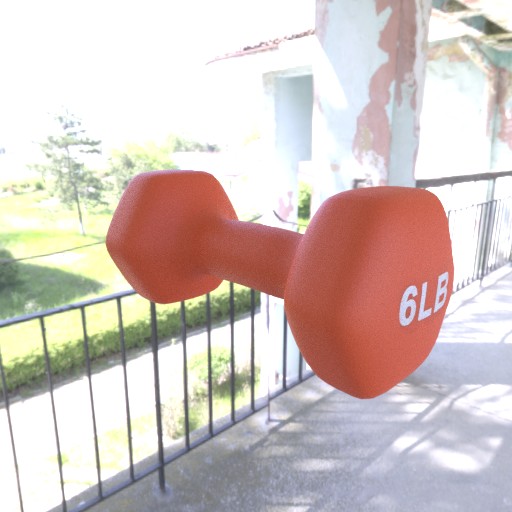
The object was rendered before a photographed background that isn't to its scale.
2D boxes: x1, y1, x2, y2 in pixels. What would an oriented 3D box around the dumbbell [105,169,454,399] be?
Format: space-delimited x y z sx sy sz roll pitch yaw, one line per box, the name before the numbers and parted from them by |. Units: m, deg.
dumbbell | 0.000 0.000 0.202 0.079 0.071 0.162 -14 20 -42
